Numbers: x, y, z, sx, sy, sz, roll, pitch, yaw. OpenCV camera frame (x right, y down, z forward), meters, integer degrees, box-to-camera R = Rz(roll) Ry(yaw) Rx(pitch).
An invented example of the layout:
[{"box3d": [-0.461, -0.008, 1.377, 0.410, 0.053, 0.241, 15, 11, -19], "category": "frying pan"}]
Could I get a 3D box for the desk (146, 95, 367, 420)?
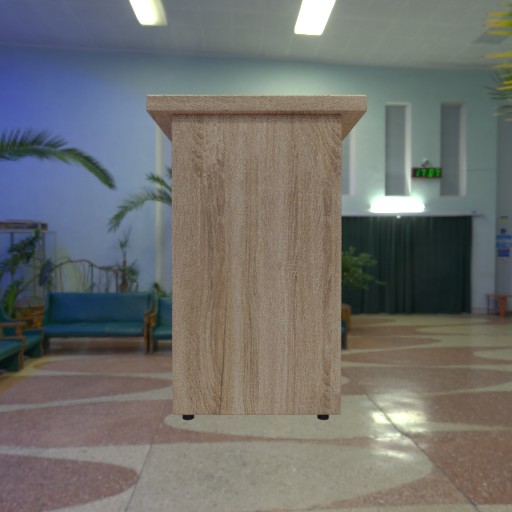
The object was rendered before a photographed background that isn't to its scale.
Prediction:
[{"box3d": [0.000, 0.000, 1.657, 0.500, 0.750, 1.300, 0, 1, 0], "category": "desk"}]
